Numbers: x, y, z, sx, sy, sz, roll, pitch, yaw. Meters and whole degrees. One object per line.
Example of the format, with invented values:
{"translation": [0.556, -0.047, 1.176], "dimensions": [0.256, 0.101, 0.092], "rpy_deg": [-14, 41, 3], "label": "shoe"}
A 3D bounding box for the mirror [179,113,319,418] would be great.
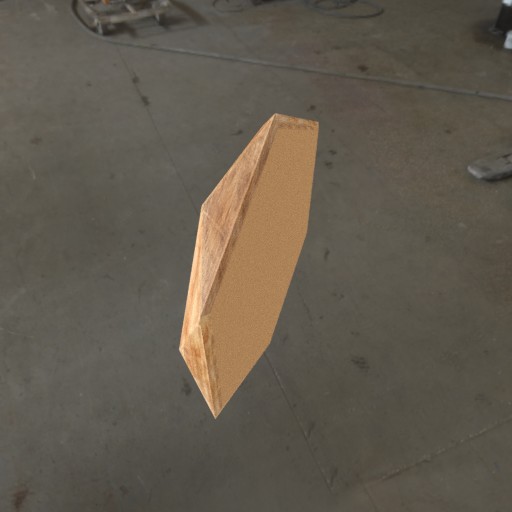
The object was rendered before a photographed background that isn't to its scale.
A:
{"translation": [0.000, 0.000, 1.095], "dimensions": [0.091, 0.779, 0.675], "rpy_deg": [17, 49, 15], "label": "mirror"}
